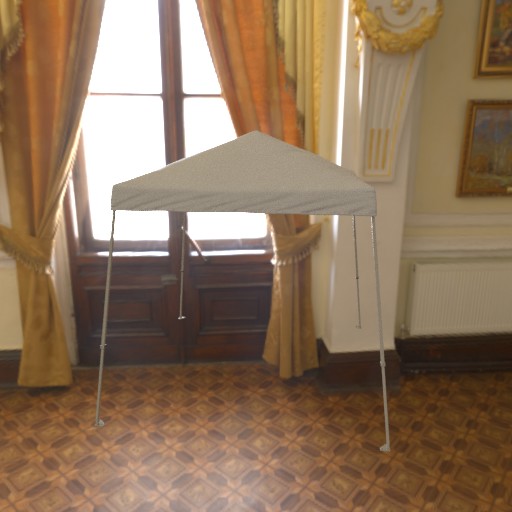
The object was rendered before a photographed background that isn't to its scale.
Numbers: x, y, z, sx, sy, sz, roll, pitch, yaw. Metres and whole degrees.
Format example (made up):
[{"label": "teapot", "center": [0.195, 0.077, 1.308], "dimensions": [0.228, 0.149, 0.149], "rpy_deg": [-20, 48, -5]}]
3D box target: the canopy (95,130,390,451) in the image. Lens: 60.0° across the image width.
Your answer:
[{"label": "canopy", "center": [0.000, 0.000, 6.602], "dimensions": [3.600, 3.600, 3.599], "rpy_deg": [2, 15, 7]}]
